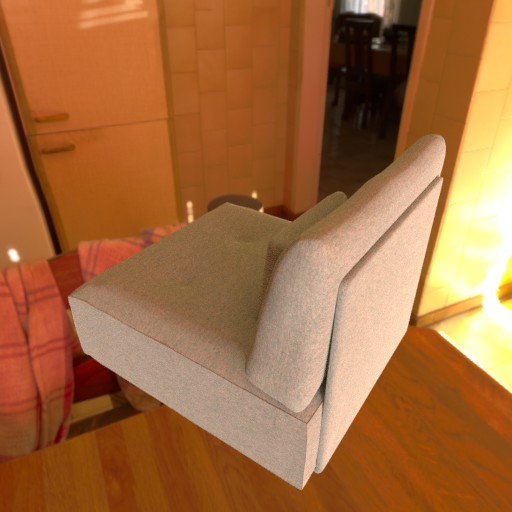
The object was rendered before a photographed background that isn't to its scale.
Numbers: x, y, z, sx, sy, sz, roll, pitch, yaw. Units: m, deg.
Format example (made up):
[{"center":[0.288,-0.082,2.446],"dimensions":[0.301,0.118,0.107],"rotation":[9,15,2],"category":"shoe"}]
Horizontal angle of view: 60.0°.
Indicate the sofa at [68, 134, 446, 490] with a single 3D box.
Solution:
[{"center":[0.000,0.000,1.605],"dimensions":[1.000,0.820,0.930],"rotation":[20,37,29],"category":"sofa"}]
